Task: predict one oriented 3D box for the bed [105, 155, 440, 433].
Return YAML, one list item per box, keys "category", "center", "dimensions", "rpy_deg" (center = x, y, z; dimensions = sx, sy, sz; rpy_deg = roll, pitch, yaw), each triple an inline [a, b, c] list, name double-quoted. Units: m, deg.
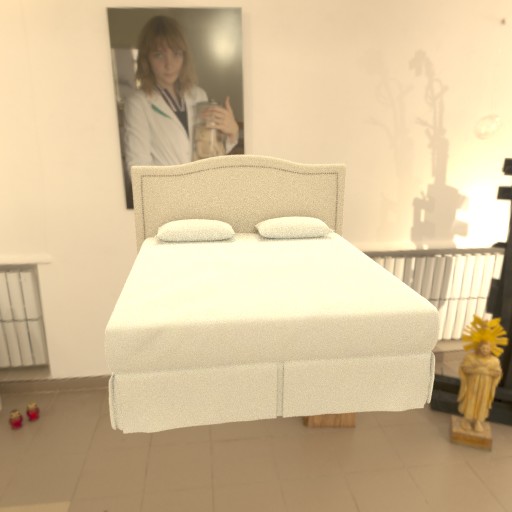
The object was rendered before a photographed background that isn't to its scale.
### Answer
- category: "bed"
  center: [0.000, 0.000, 3.447]
  dimensions: [2.083, 1.421, 2.182]
  rpy_deg: [-2, 16, -7]
